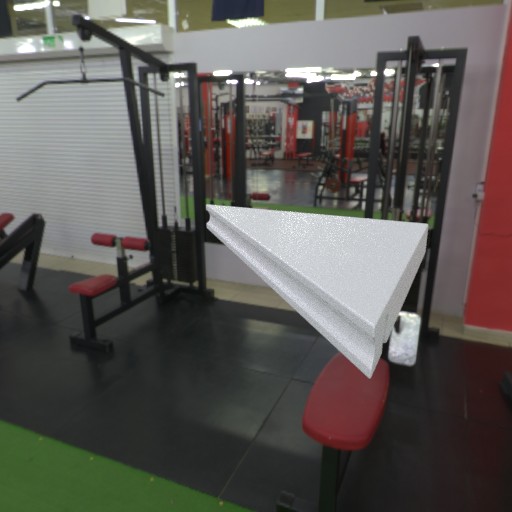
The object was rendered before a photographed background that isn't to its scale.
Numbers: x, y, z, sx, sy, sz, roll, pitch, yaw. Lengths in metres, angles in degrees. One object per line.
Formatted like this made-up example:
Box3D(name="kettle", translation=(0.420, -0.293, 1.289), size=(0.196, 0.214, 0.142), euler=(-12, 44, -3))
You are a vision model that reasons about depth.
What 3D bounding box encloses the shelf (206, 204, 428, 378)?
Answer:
Box3D(name="shelf", translation=(0.000, 0.000, 0.444), size=(0.296, 0.035, 0.296), euler=(8, 19, 24))
